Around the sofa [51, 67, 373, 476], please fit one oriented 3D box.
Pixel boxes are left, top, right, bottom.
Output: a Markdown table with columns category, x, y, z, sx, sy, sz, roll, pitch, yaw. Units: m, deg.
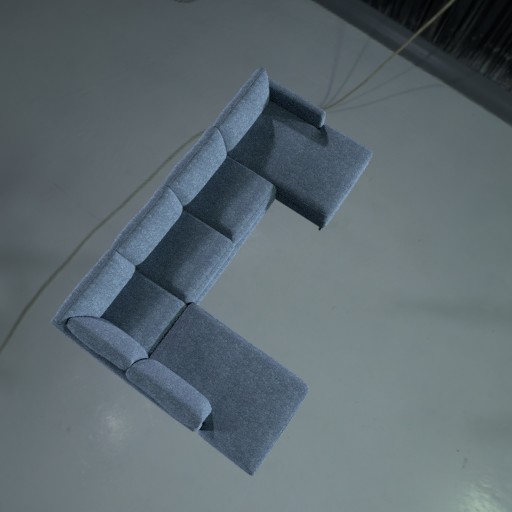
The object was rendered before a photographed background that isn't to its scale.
| category | x | y | z | sx | sy | sz | roll | pitch | yaw |
| --- | --- | --- | --- | --- | --- | --- | --- | --- | --- |
| sofa | 0.000 | 0.000 | 3.607 | 1.879 | 0.756 | 2.737 | 34 | 77 | 9 |
